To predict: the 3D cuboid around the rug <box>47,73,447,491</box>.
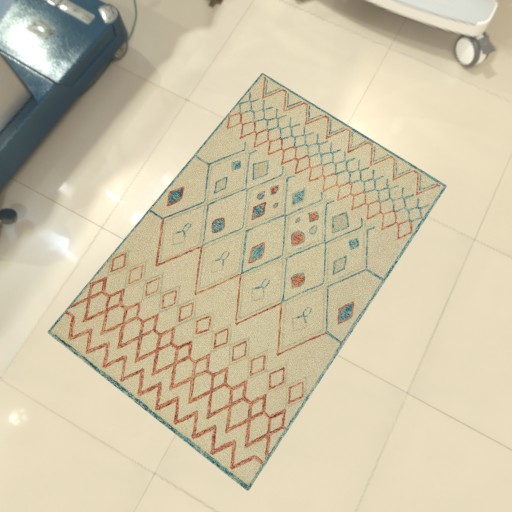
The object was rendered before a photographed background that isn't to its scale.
[{"bbox_3d":[0.000,0.000,2.280,1.219,0.016,1.829,35,78,9],"label":"rug"}]
